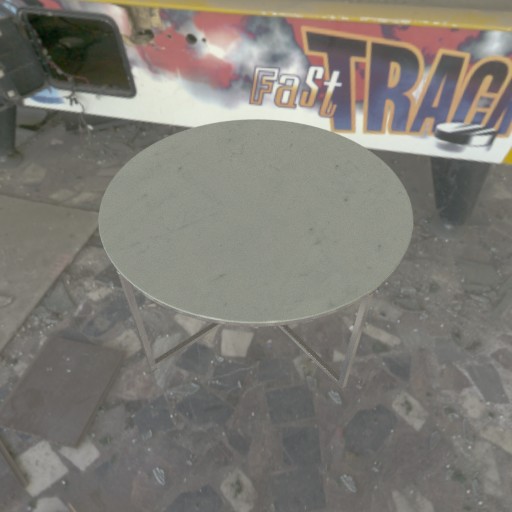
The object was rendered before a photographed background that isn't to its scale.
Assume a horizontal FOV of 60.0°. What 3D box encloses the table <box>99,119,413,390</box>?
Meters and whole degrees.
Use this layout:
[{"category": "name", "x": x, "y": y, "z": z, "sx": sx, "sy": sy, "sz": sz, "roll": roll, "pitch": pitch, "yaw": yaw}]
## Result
[{"category": "table", "x": 0.000, "y": 0.000, "z": 1.321, "sx": 0.800, "sy": 0.450, "sz": 0.800, "roll": 0, "pitch": 46, "yaw": 0}]
